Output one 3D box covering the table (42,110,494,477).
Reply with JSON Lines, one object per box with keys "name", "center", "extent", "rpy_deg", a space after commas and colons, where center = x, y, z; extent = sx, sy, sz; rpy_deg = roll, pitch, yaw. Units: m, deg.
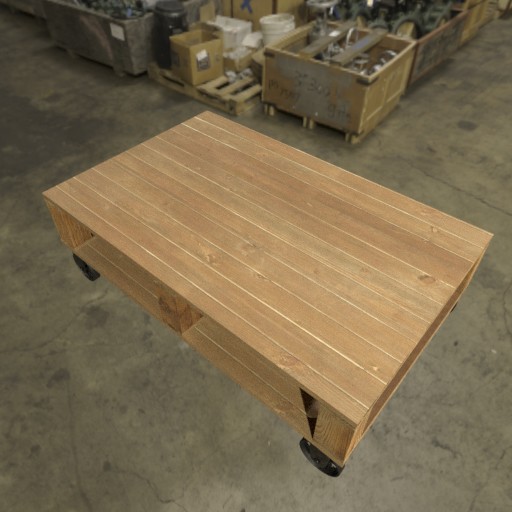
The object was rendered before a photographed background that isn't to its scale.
{"name": "table", "center": [0.000, 0.000, 1.642], "extent": [1.299, 0.413, 0.827], "rpy_deg": [31, 52, 28]}
